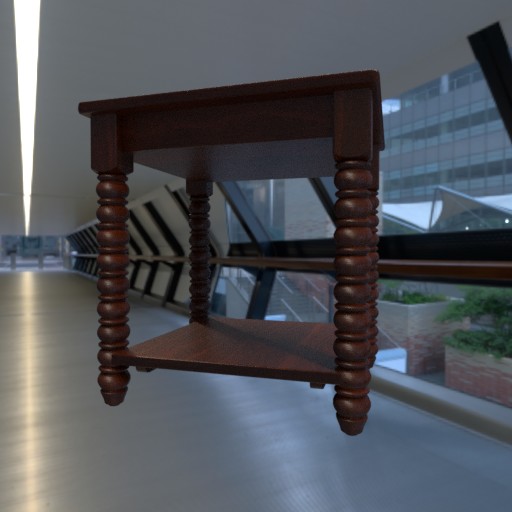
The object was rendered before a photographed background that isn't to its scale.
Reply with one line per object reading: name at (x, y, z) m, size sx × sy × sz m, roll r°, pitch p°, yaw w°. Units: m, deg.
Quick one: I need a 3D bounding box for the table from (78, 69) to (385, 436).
table at (0.000, 0.000, 0.973) m, size 0.533 × 0.567 × 0.500 m, roll 0°, pitch 1°, yaw 17°
